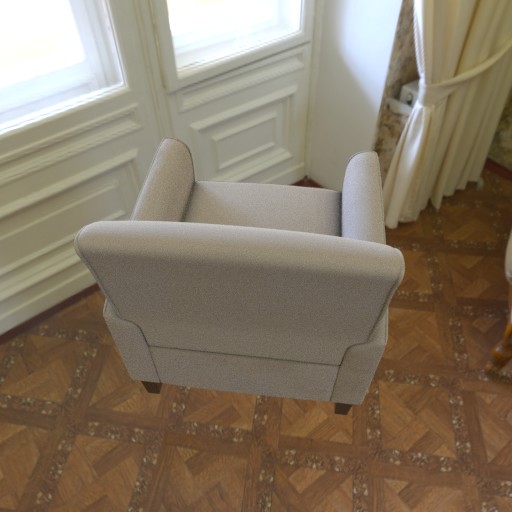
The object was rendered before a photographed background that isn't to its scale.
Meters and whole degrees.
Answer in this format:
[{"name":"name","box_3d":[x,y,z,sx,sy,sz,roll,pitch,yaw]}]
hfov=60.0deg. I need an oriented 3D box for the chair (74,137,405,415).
[{"name":"chair","box_3d":[0.000,0.000,1.541,0.820,0.915,0.821,5,48,4]}]
